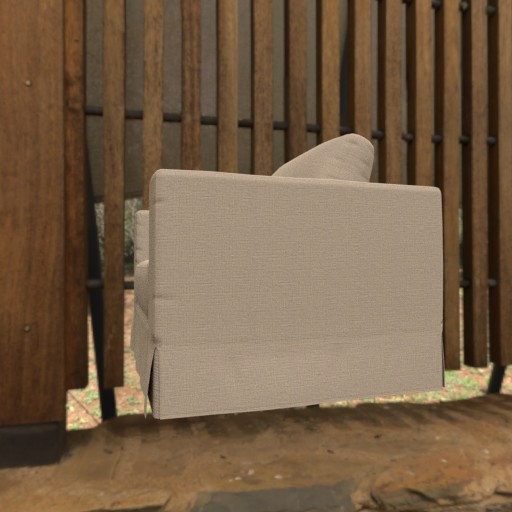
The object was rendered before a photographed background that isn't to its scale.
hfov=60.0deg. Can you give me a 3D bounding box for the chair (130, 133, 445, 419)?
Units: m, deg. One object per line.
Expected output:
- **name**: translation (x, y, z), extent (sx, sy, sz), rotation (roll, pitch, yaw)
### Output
- **chair**: translation (0.000, 0.000, 1.828), extent (0.957, 0.878, 1.150), rotation (0, -1, -18)
